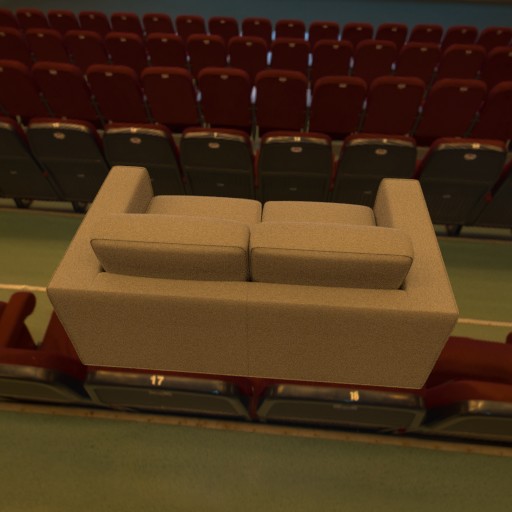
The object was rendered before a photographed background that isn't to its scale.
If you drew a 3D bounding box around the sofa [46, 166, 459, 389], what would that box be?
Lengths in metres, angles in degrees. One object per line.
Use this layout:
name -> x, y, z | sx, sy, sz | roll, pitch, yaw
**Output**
sofa -> 0.000, 0.000, 2.422 | 1.812, 0.924, 1.007 | 3, 45, 3
